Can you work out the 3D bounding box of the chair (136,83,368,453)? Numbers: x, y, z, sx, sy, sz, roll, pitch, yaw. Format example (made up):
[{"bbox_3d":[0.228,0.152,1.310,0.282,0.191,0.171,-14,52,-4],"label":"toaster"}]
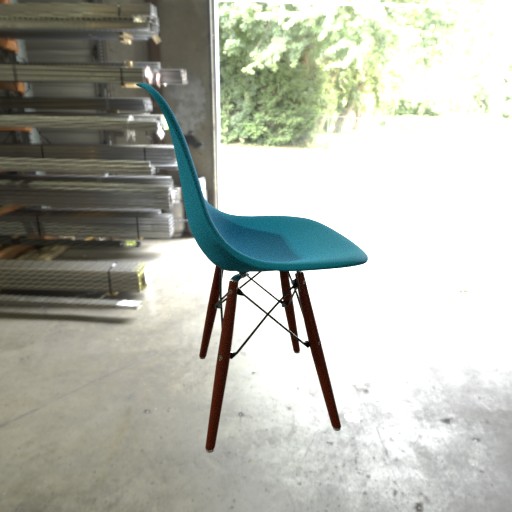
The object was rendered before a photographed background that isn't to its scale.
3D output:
[{"bbox_3d":[0.000,0.000,1.147,0.533,0.826,0.470,-3,19,-10],"label":"chair"}]
